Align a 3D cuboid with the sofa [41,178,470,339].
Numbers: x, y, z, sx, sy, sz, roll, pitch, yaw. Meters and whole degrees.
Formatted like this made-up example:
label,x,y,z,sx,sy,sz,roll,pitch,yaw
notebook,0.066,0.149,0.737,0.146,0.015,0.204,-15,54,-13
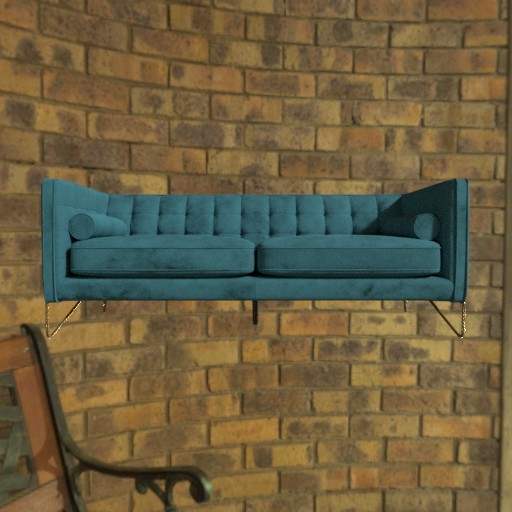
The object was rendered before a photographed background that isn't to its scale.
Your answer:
label,x,y,z,sx,sy,sz,roll,pitch,yaw
sofa,0.000,0.000,2.546,2.087,0.789,0.867,0,2,0
